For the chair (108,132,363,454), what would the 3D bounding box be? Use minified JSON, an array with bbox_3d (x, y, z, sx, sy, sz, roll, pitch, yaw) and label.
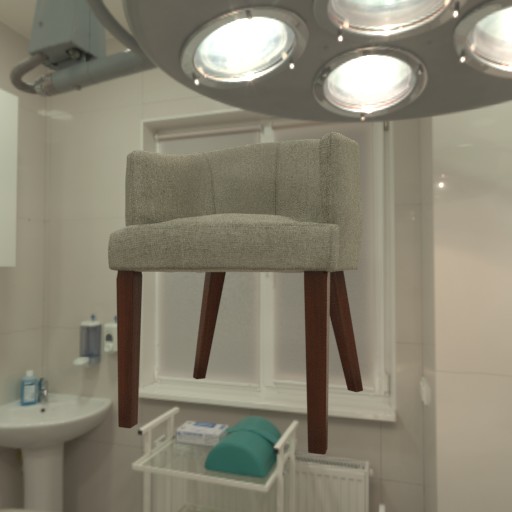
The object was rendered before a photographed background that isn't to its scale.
[{"bbox_3d":[0.000,0.000,1.249,0.583,0.811,0.655,-1,-2,18],"label":"chair"}]
